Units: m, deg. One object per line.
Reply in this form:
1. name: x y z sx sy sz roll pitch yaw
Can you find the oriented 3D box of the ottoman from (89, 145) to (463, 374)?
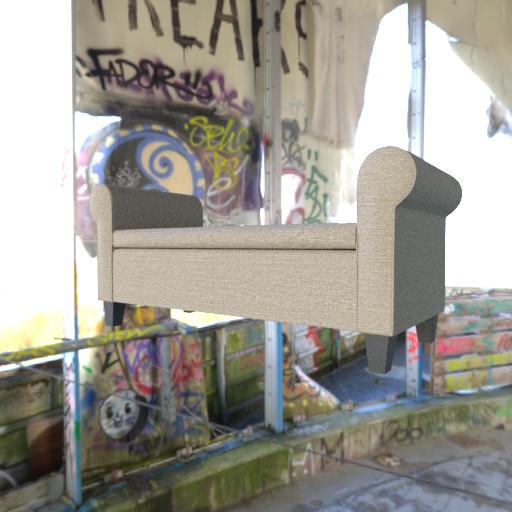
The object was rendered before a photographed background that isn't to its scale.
1. ottoman: 0.000 0.000 1.574 1.256 0.547 0.521 1 2 36
